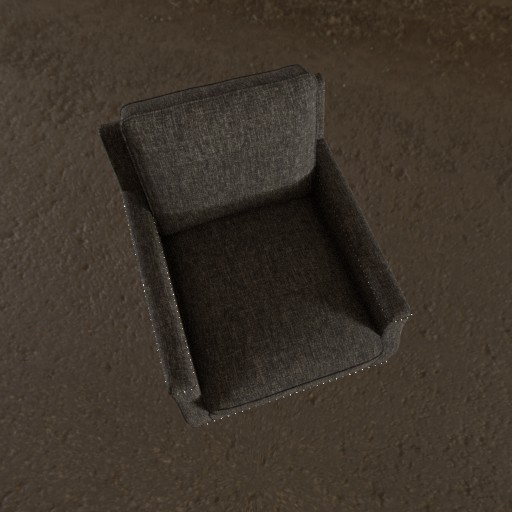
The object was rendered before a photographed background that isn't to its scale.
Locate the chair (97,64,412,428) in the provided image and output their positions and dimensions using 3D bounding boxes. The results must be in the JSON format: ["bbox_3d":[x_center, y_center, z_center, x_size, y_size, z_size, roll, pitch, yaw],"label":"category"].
[{"bbox_3d":[0.000,0.000,1.689,0.853,0.943,1.014,-16,65,-8],"label":"chair"}]
